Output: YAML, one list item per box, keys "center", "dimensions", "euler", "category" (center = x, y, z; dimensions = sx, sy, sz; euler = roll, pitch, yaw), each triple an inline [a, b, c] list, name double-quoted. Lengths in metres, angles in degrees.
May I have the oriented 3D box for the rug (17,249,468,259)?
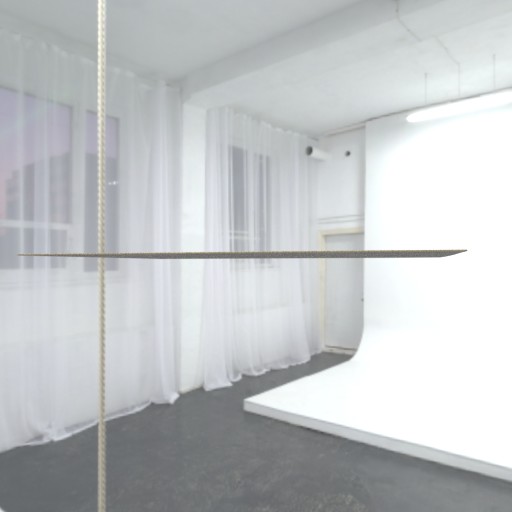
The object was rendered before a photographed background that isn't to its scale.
- center: [0.000, 0.000, 2.804]
  dimensions: [2.284, 0.008, 1.522]
  euler: [0, -1, 19]
  category: "rug"
